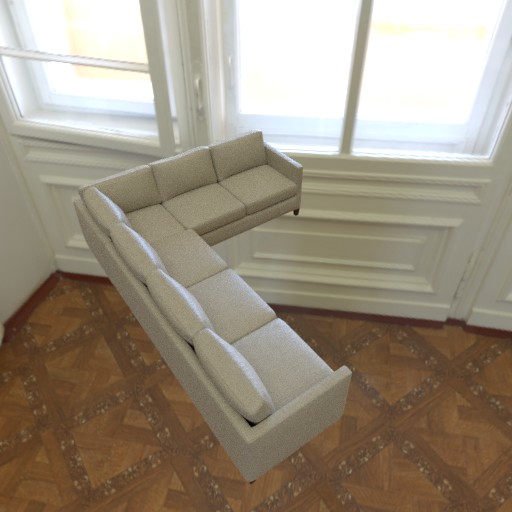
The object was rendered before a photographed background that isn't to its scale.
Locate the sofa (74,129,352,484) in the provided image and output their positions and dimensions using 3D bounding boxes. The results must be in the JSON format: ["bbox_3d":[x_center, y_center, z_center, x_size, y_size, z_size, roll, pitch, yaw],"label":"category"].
[{"bbox_3d":[0.000,0.000,4.432,2.522,0.934,3.333,-25,47,-26],"label":"sofa"}]
